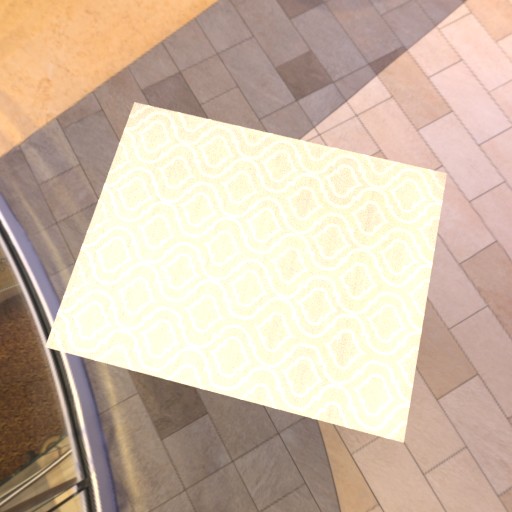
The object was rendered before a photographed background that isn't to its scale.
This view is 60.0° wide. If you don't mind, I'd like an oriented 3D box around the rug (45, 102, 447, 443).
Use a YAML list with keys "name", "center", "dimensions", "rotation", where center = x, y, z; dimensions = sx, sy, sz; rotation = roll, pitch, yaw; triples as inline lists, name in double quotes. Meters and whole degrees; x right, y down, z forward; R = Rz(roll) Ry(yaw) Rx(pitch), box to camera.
- name: "rug"
  center: [0.000, 0.000, 3.726]
  dimensions: [2.892, 0.006, 2.283]
  rotation: [14, 76, 3]
